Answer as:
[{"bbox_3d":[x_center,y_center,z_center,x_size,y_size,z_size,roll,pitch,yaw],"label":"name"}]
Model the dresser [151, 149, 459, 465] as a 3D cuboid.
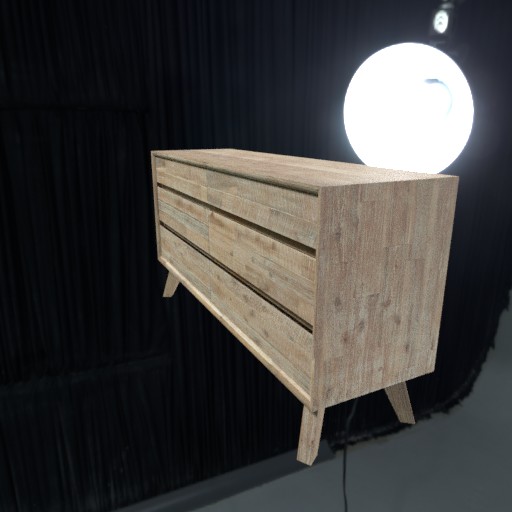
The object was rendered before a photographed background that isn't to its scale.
[{"bbox_3d":[0.000,0.000,1.888,0.455,0.805,1.554,-8,18,-26],"label":"dresser"}]
